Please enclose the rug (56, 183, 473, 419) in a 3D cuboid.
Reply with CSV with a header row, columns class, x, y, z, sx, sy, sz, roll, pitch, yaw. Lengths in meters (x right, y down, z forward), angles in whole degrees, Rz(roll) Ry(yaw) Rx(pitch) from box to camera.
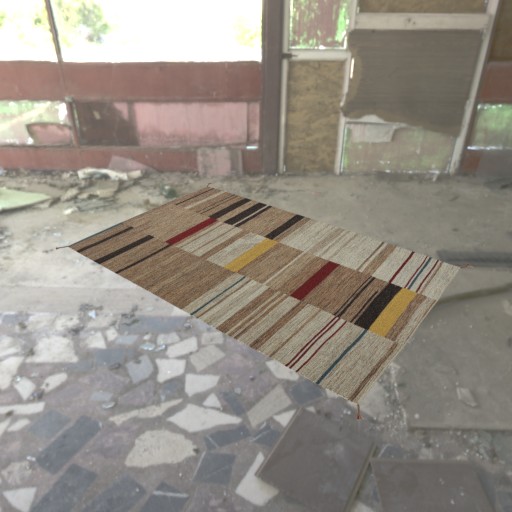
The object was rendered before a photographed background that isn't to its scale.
class,x,y,z,sx,sy,sz,roll,pitch,yaw
rug,0.000,0.000,2.400,1.918,0.007,1.268,22,37,32
